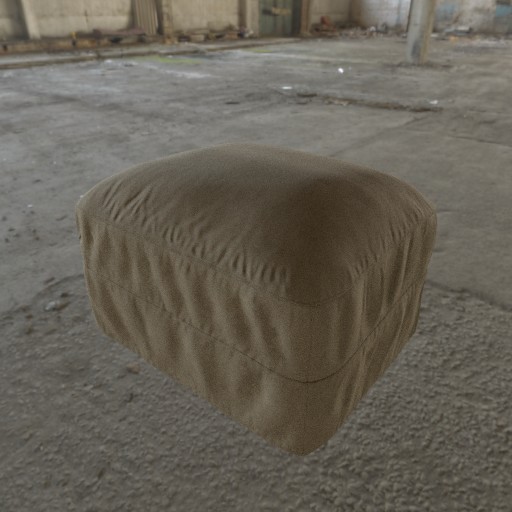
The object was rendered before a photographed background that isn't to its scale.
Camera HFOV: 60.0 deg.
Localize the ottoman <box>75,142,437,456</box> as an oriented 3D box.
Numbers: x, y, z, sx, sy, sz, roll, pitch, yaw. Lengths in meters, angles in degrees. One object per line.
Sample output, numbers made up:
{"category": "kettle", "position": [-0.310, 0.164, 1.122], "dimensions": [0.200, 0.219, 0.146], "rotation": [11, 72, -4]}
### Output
{"category": "ottoman", "position": [0.000, 0.000, 1.085], "dimensions": [0.712, 0.480, 0.584], "rotation": [21, 35, 33]}
